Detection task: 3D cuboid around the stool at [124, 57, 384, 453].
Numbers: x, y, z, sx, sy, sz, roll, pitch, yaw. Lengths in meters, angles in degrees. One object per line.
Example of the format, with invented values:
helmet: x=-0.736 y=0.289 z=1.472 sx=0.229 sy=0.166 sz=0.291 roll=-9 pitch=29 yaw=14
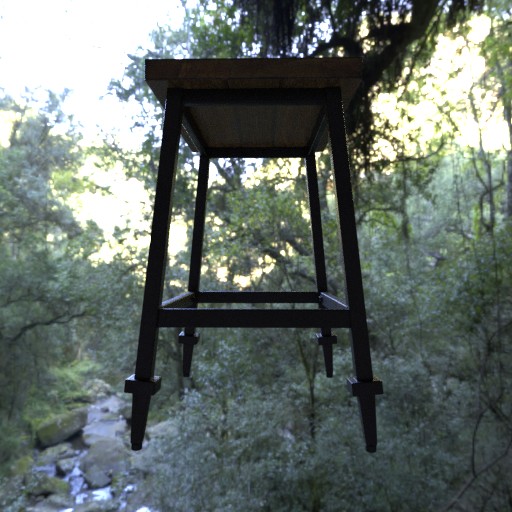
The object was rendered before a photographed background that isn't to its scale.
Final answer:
stool: x=0.000 y=0.000 z=0.935 sx=0.405 sy=0.625 sz=0.486 roll=0 pitch=-1 yaw=1
